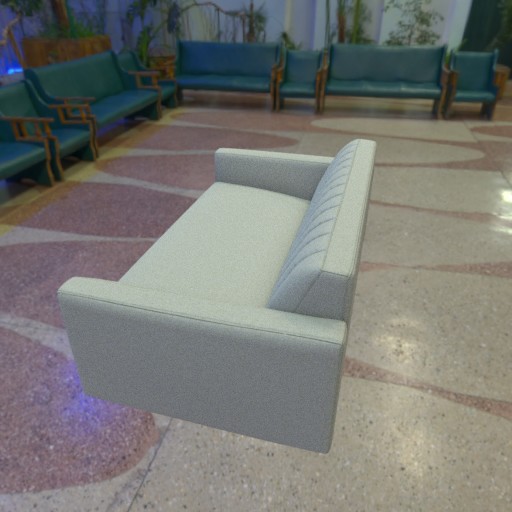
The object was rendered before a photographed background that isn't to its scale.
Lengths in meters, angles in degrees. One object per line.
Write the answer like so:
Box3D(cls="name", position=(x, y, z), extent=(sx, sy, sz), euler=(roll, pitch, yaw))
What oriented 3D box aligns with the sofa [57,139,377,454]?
Box3D(cls="sofa", position=(0.000, 0.000, 2.083), extent=(0.950, 0.801, 1.585), euler=(8, 32, 14))
